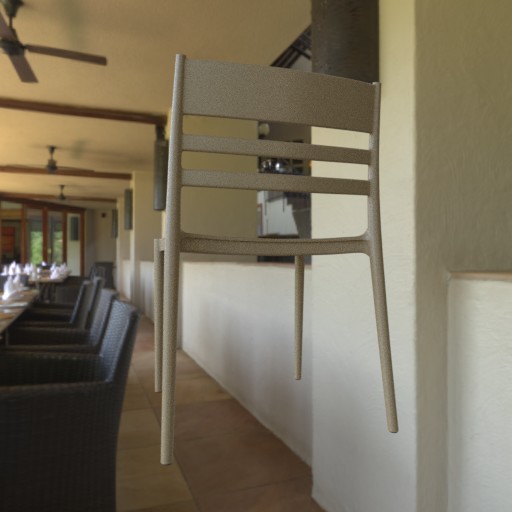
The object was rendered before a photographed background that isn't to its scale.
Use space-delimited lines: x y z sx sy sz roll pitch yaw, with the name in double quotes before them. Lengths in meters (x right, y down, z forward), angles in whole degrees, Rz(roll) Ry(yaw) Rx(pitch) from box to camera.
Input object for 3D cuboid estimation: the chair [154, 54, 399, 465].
"chair" 0.000 0.000 1.149 0.531 0.800 0.511 0 0 -18
